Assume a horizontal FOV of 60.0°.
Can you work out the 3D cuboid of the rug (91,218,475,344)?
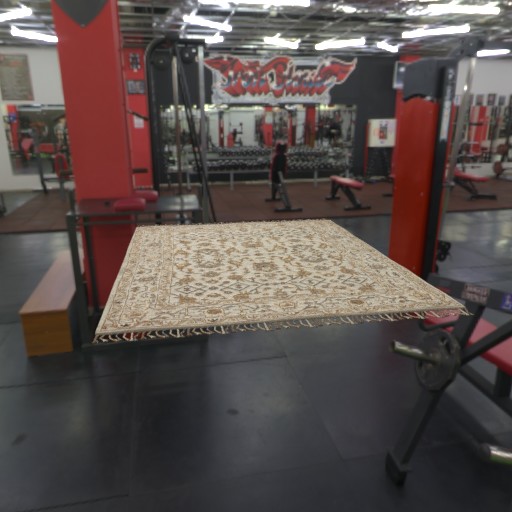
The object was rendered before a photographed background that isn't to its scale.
[{"bbox_3d":[0.000,0.000,4.147,2.426,0.034,3.061,-3,17,-9],"label":"rug"}]
